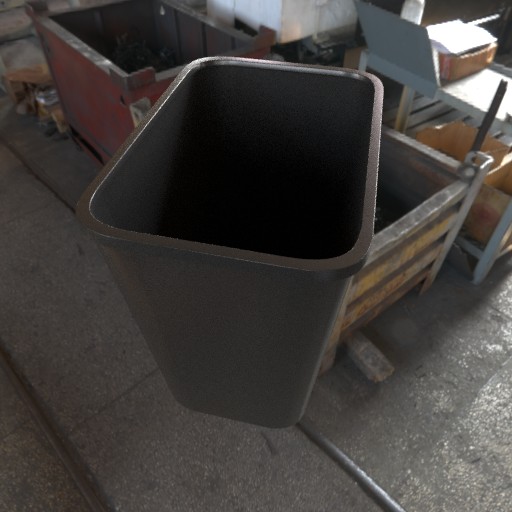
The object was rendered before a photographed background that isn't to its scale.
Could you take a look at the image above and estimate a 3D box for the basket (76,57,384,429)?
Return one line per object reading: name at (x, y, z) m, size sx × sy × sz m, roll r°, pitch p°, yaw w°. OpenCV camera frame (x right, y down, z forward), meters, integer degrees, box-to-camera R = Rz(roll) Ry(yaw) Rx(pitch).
basket at (0.000, 0.000, 0.493) m, size 0.211 × 0.307 × 0.300 m, roll 9°, pitch 47°, yaw 9°
